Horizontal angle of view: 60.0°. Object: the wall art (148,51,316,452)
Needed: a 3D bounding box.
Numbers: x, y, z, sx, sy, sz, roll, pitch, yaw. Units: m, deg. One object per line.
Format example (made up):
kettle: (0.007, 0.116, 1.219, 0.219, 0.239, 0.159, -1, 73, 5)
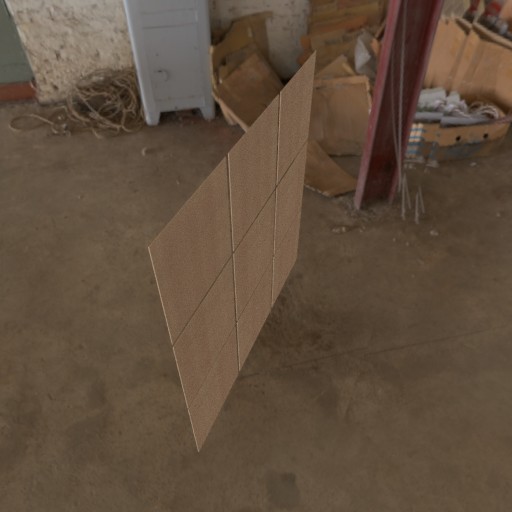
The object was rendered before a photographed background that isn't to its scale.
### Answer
wall art: (0.000, 0.000, 2.261, 0.002, 1.505, 1.517, 17, 48, 16)
